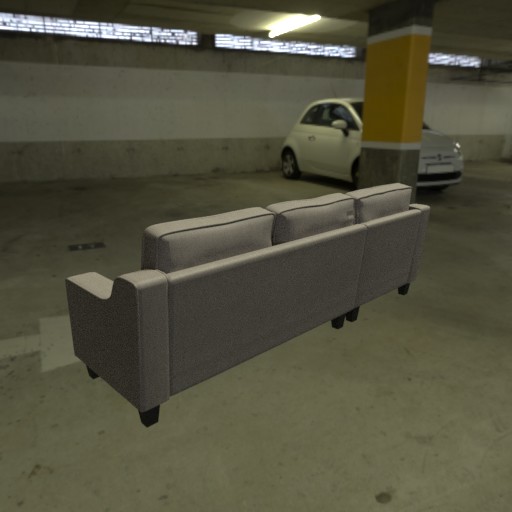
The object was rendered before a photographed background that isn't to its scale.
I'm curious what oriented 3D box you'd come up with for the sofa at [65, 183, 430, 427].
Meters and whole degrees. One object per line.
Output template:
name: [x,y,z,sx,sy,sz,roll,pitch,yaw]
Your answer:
sofa: [0.000,0.000,3.121,2.561,0.928,1.294,-15,22,-42]
